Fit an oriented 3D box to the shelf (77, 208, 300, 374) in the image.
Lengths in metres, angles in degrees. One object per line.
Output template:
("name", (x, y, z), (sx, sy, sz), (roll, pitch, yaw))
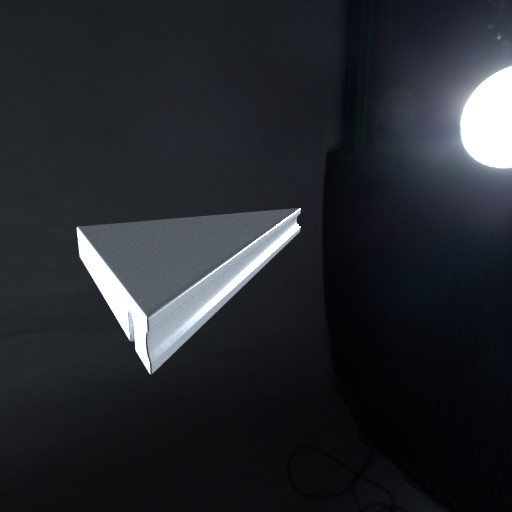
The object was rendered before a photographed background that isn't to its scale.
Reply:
("shelf", (0.000, 0.000, 0.439), (0.296, 0.035, 0.296), (-8, 17, -27))
